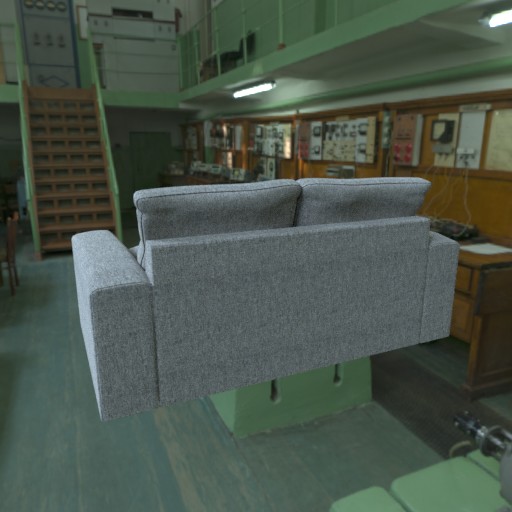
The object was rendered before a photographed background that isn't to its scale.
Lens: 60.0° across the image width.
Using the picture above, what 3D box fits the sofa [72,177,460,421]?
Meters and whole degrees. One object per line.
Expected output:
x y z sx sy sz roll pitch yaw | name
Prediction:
0.000 0.000 2.360 1.758 0.877 1.094 -7 16 -24 | sofa
